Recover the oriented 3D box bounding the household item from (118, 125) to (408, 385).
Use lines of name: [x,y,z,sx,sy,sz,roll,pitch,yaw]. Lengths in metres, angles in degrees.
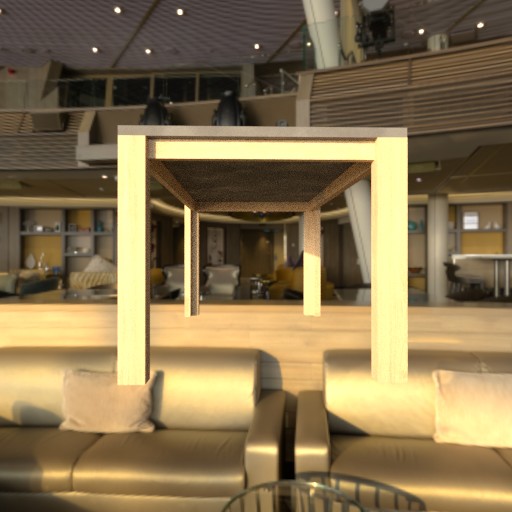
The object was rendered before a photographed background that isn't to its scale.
household item: [0.000,0.000,2.099,0.850,0.755,1.600,0,0,-2]
